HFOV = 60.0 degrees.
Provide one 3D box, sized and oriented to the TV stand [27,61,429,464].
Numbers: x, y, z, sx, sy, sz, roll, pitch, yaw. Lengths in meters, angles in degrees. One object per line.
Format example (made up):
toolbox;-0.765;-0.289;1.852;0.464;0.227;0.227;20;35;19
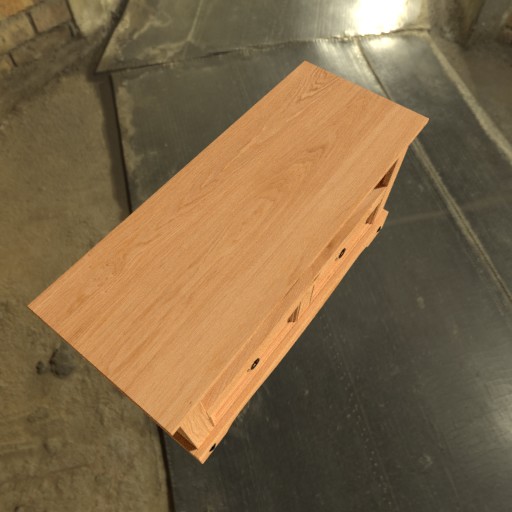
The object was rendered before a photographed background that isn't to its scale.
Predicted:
TV stand;0.000;0.000;1.358;0.440;0.550;1.080;34;65;18
